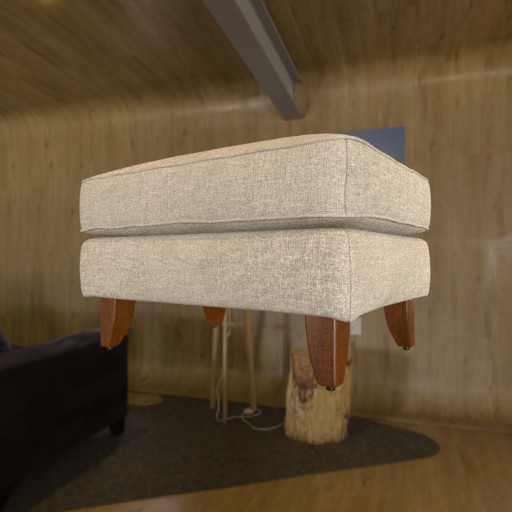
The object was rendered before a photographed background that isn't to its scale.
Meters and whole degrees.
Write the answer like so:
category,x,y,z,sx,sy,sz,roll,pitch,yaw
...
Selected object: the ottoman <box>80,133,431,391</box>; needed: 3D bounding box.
category,x,y,z,sx,sy,sz,roll,pitch,yaw
ottoman,0.000,0.000,1.330,0.889,0.561,0.661,0,0,35
